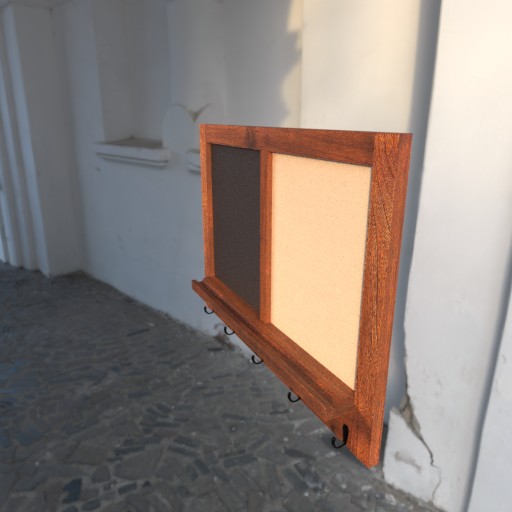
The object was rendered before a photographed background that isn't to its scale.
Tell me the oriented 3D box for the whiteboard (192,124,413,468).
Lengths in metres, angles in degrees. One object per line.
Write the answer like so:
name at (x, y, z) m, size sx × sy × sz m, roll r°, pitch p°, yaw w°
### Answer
whiteboard at (0.000, 0.000, 0.991) m, size 0.083 × 0.553 × 0.768 m, roll -9°, pitch 20°, yaw -26°
